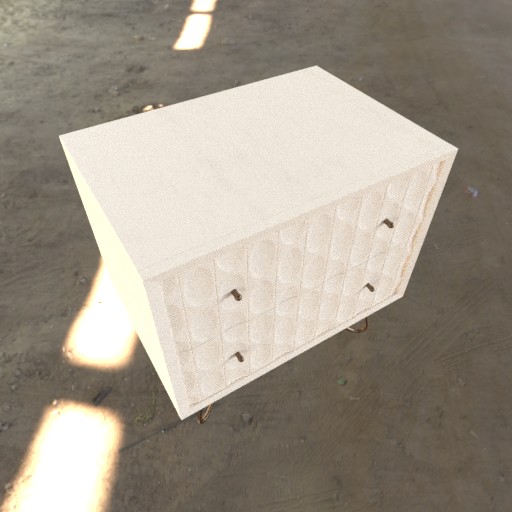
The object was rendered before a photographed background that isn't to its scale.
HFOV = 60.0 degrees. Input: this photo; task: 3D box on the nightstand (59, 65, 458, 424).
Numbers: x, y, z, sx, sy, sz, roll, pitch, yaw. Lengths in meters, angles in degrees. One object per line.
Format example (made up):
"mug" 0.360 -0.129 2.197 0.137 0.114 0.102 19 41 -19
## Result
"nightstand" 0.000 0.000 1.044 0.614 0.604 0.447 -24 50 -21
